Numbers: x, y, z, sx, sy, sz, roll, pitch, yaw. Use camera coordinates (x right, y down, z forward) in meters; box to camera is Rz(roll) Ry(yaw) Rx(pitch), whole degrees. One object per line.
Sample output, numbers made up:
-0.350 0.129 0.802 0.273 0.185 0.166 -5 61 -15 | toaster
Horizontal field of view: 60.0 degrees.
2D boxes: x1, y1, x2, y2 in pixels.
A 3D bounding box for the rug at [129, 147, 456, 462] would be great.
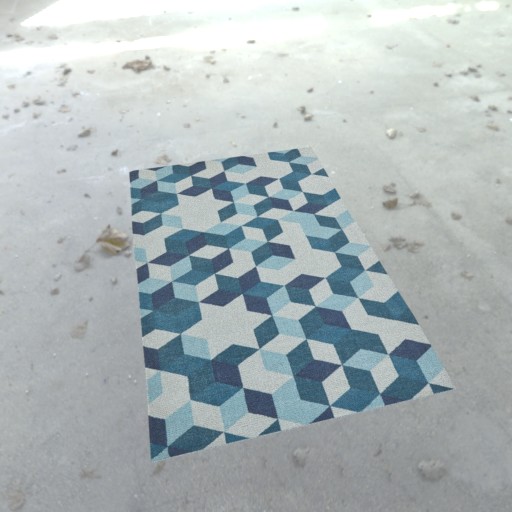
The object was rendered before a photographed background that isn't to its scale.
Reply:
0.000 0.000 2.307 1.235 0.014 1.829 -10 47 -9 | rug
